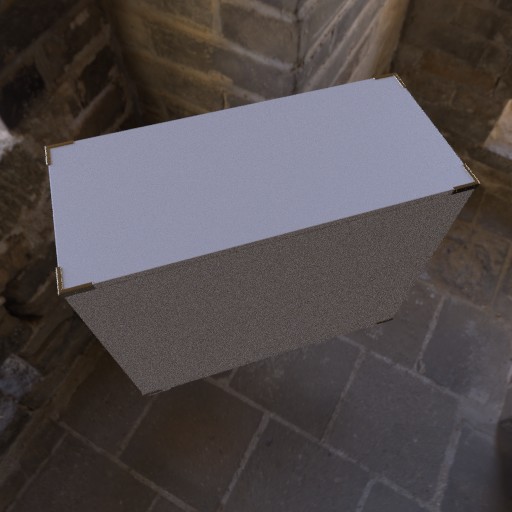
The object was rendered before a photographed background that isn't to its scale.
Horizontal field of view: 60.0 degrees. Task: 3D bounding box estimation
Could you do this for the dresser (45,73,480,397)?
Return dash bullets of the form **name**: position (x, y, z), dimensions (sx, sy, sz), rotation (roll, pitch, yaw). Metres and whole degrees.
- **dresser**: position (0.000, 0.000, 1.513), dimensions (1.022, 0.891, 0.460), rotation (-15, 59, -9)
